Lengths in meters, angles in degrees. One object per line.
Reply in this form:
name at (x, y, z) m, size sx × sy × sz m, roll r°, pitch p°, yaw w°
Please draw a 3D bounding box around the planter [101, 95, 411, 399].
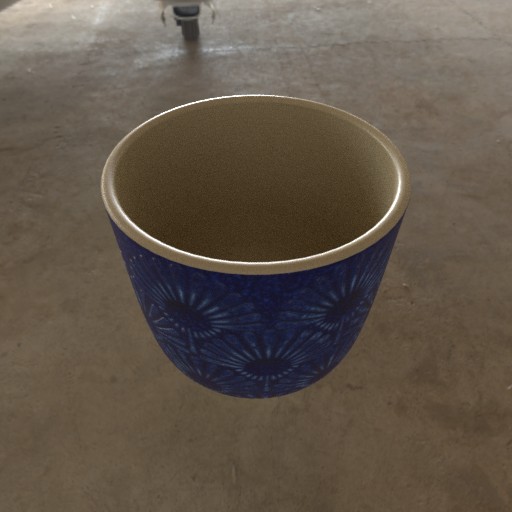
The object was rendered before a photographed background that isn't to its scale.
planter at (0.000, 0.000, 0.219) m, size 0.124 × 0.109 × 0.124 m, roll 0°, pitch 45°, yaw 0°
